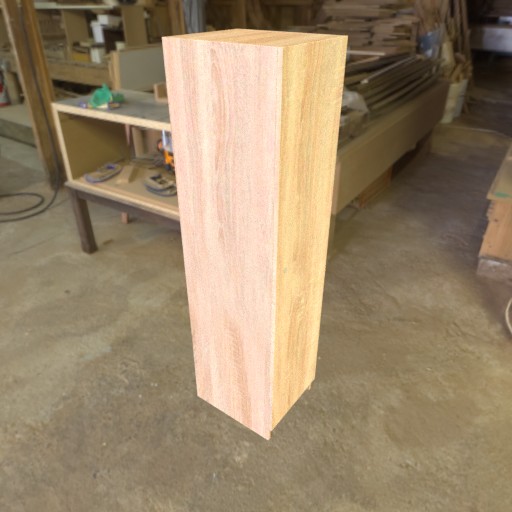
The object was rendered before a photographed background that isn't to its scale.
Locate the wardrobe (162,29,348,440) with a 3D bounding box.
[{"bbox_3d":[0.000,0.000,2.375,0.588,2.117,0.496,21,37,30],"label":"wardrobe"}]
